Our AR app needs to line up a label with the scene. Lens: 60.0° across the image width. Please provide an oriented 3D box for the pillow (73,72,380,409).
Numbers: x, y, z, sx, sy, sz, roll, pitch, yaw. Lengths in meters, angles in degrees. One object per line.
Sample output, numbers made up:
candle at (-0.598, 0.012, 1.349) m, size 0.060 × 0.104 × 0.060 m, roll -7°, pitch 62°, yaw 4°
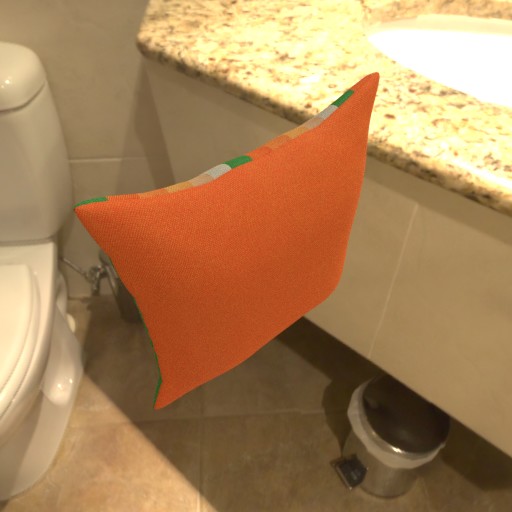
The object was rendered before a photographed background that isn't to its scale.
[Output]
pillow at (0.000, 0.000, 0.679) m, size 0.453 × 0.444 × 0.169 m, roll -32°, pitch 54°, yaw -27°
